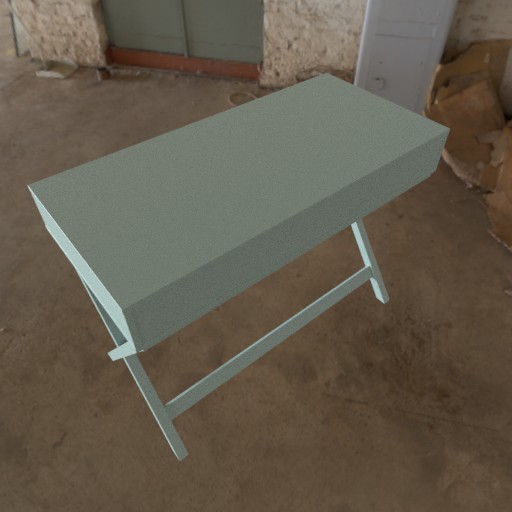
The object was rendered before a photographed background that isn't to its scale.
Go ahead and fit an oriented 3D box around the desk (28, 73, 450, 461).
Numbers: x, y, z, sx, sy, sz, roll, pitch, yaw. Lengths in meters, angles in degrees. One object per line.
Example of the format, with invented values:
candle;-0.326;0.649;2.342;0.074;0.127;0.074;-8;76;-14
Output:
desk;0.000;0.000;1.477;1.059;0.780;0.509;-30;52;-26
